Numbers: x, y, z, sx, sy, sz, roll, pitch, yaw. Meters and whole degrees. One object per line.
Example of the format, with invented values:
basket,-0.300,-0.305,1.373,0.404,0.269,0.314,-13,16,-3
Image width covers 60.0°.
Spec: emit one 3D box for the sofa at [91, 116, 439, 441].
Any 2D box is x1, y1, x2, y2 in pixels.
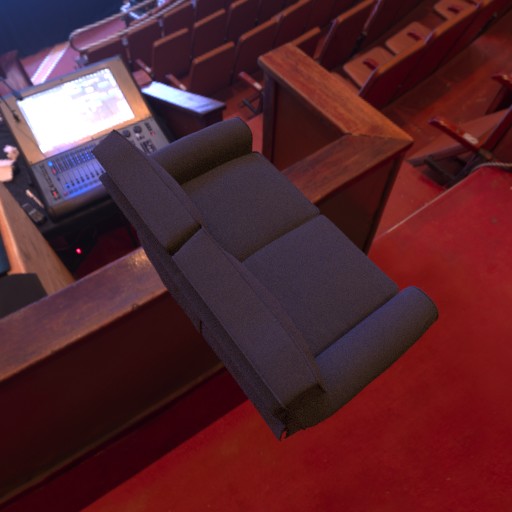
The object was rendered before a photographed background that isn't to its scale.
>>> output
sofa,0.000,0.000,2.466,0.997,1.059,1.801,-32,63,-18
